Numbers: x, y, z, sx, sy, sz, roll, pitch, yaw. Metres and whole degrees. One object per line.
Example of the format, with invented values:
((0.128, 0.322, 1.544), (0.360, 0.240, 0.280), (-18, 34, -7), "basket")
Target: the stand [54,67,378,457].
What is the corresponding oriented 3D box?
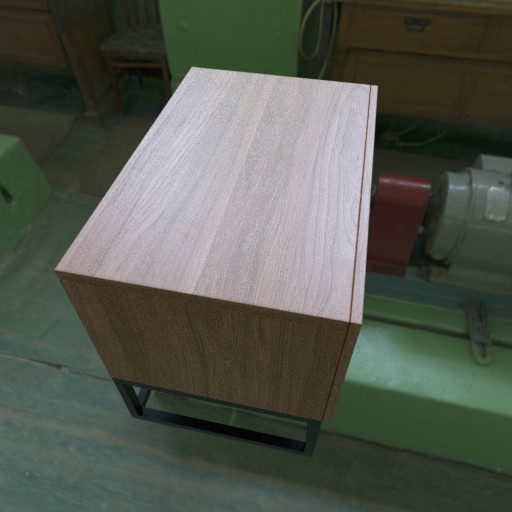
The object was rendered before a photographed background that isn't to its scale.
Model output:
((0.000, 0.000, 0.941), (0.420, 0.500, 0.600), (9, 49, 8), "stand")
